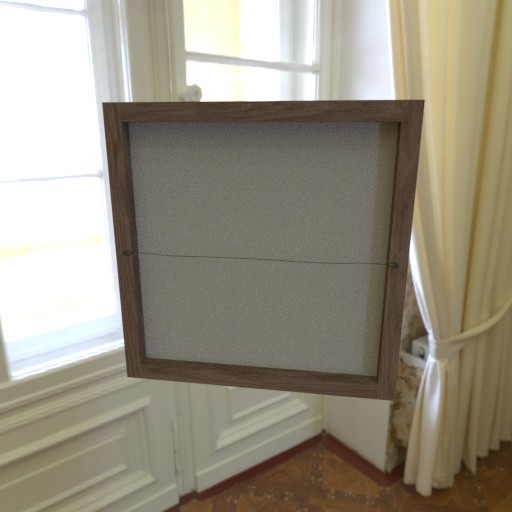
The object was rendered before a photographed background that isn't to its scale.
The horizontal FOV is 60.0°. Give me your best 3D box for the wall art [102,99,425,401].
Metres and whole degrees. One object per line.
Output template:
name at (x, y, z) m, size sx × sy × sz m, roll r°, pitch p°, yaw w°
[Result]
wall art at (0.000, 0.000, 0.930) m, size 0.609 × 0.613 × 0.041 m, roll 3°, pitch 16°, yaw 9°
